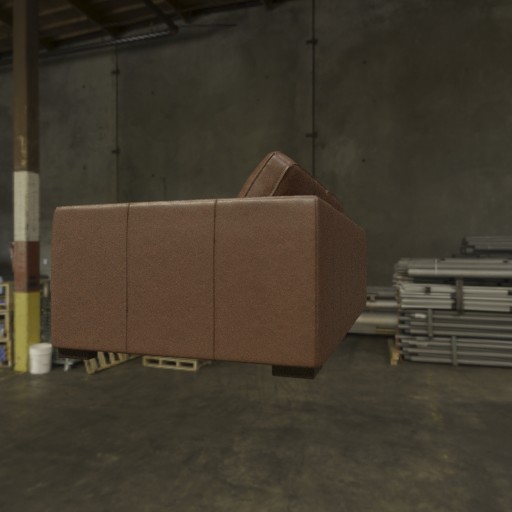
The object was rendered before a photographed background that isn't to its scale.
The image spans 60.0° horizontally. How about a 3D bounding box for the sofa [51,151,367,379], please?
[{"bbox_3d":[0.000,0.000,2.436,1.070,0.800,1.920,0,0,18],"label":"sofa"}]
